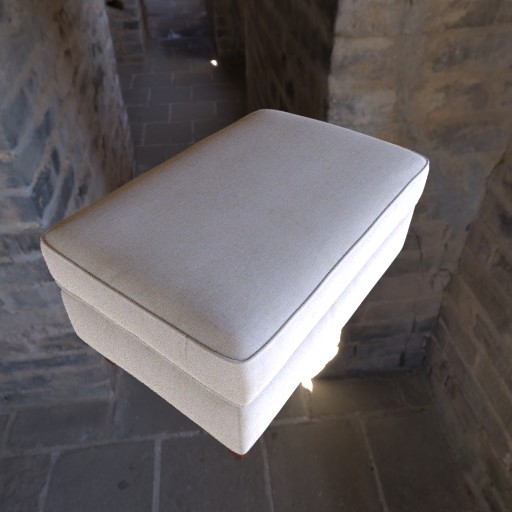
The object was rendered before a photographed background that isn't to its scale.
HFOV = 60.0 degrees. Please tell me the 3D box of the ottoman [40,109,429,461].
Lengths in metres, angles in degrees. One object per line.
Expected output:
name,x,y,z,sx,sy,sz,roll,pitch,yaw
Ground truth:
ottoman,0.000,0.000,1.206,0.583,0.484,0.862,26,48,26
